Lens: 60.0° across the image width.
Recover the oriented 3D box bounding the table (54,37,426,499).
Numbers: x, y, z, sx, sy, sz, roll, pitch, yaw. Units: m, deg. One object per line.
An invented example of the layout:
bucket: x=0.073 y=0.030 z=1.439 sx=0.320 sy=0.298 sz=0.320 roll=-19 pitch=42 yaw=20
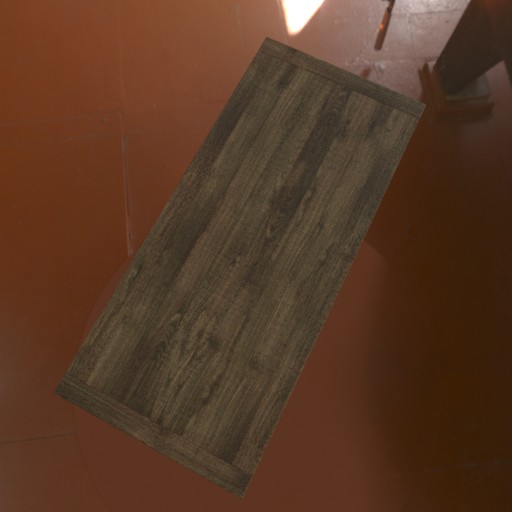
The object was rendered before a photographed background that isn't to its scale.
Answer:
table: x=0.000 y=0.000 z=2.424 sx=0.907 sy=0.733 sz=2.031 roll=26 pitch=77 yaw=7
